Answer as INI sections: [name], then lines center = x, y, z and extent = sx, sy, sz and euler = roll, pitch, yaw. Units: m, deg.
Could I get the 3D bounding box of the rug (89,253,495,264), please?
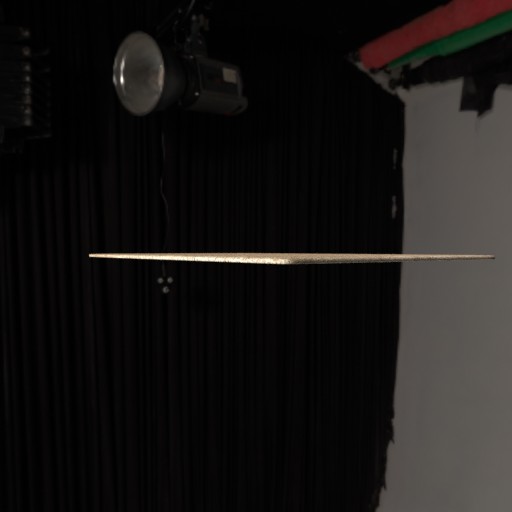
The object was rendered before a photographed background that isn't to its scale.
[rug]
center = 0.000, 0.000, 3.002
extent = 1.539, 0.024, 2.469
euler = 0, 1, -36
